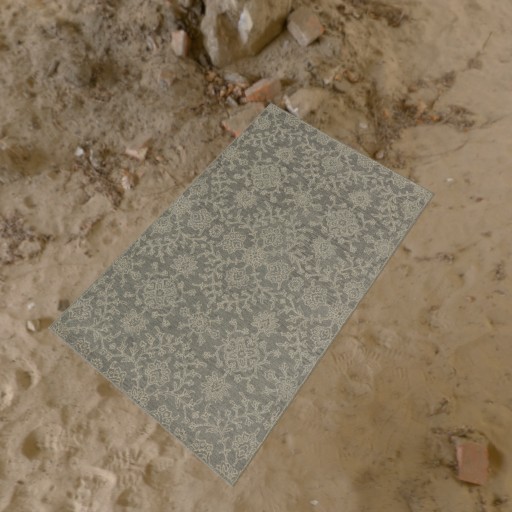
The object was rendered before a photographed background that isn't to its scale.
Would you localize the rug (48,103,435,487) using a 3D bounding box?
[{"bbox_3d":[0.000,0.000,3.076,1.515,0.010,2.430,34,69,15],"label":"rug"}]
